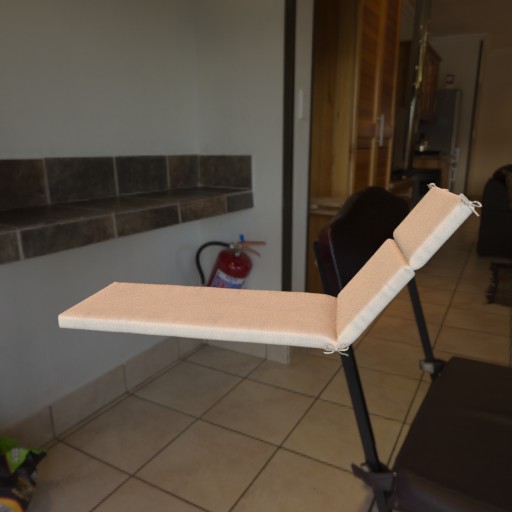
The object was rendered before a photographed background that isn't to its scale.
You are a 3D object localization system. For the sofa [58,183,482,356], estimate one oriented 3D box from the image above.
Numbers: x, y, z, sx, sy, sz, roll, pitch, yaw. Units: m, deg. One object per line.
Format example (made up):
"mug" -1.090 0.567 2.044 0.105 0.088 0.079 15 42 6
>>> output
"sofa" 0.000 0.000 1.954 1.663 0.622 0.582 2 14 10
